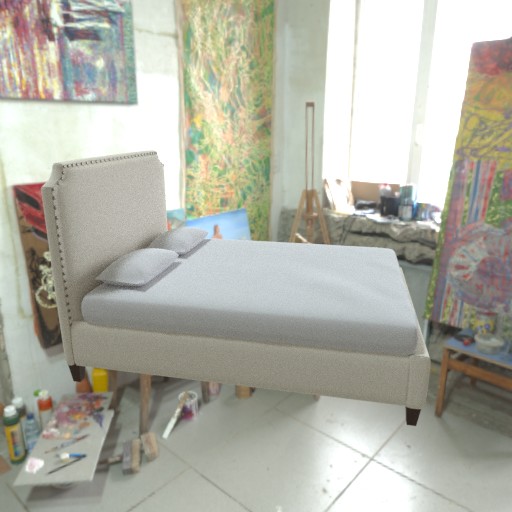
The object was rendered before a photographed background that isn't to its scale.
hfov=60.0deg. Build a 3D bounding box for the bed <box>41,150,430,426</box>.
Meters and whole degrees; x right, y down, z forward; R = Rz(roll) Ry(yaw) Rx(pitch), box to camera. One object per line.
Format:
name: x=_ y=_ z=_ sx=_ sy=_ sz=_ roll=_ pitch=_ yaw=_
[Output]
bed: x=0.000 y=0.000 z=3.417 sx=2.372 sy=1.497 sz=1.712 roll=4 pitch=17 yaw=12
